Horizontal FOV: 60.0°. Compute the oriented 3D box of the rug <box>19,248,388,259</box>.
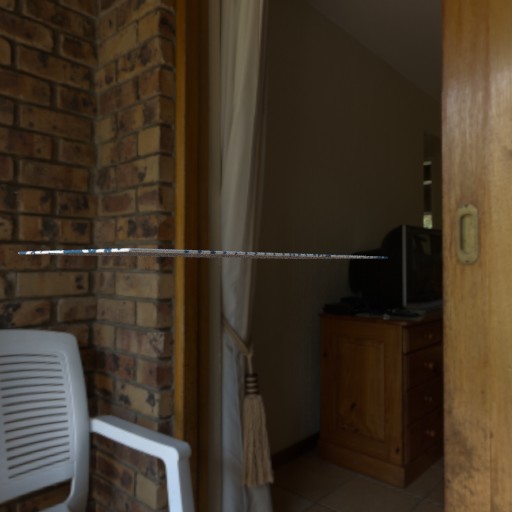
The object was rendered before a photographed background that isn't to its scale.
[{"bbox_3d":[0.000,0.000,2.662,0.750,0.011,2.435,-1,-1,36],"label":"rug"}]
